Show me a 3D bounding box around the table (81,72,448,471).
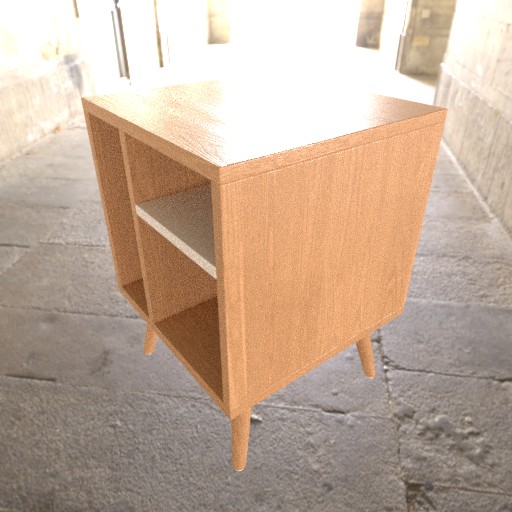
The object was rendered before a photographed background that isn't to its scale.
[{"bbox_3d":[0.000,0.000,0.821,0.400,0.550,0.400,-22,38,-31],"label":"table"}]
